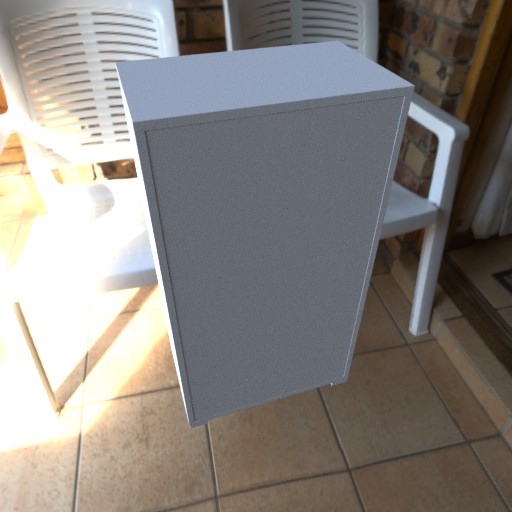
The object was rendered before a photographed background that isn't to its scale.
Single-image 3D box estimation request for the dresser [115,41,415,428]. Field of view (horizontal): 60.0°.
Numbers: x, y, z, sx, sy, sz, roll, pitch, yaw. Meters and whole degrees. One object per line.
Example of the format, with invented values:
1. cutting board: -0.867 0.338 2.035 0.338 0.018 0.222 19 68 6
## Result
1. dresser: 0.000 0.000 1.486 0.650 1.190 0.400 -12 42 -14
